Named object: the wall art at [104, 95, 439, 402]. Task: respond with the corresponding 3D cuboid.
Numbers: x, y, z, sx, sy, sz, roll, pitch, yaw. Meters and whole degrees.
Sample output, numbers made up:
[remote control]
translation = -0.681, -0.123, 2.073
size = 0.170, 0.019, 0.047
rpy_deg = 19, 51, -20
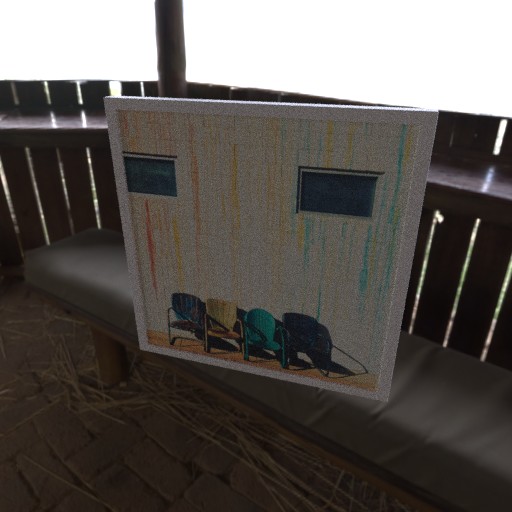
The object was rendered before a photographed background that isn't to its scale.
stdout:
[wall art]
translation = 0.000, 0.000, 1.154
size = 0.760, 0.760, 0.036
rpy_deg = 8, 28, 15
